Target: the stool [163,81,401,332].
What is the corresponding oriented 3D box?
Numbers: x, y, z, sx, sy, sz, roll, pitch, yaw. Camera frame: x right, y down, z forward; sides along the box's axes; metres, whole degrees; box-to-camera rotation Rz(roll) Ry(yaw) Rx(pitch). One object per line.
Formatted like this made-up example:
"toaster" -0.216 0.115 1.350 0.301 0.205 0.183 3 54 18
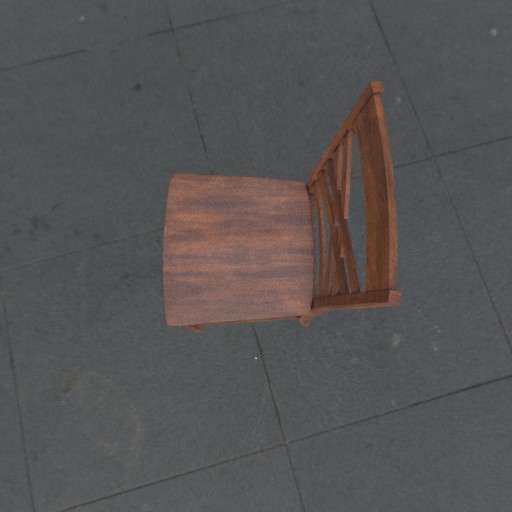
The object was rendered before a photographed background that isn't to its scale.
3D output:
"stool" 0.000 0.000 1.323 0.504 1.098 0.426 -1 77 0
